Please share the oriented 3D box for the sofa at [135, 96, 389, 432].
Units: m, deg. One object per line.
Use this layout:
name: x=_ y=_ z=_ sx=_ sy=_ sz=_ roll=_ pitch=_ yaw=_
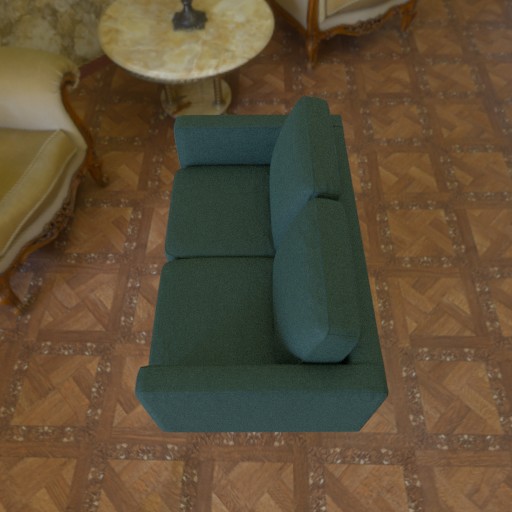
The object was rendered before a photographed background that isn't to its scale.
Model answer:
sofa: x=0.000 y=0.000 z=2.052 sx=0.879 sy=0.899 sz=1.430 roll=0 pitch=56 yaw=0
